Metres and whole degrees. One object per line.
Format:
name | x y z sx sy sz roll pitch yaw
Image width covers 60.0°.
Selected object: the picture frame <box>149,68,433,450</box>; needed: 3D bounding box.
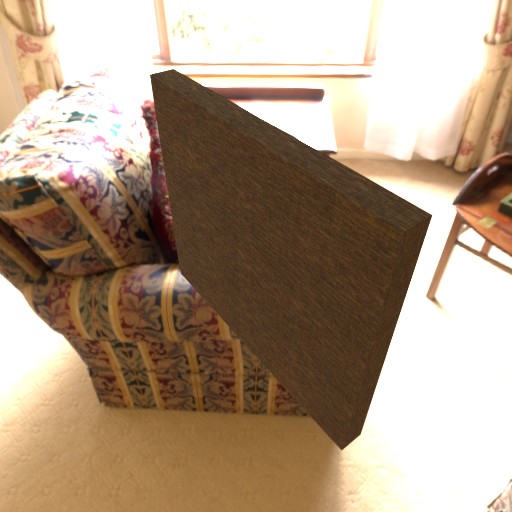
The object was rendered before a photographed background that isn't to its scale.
picture frame | 0.000 0.000 0.534 0.033 0.330 0.378 -27 48 -27
